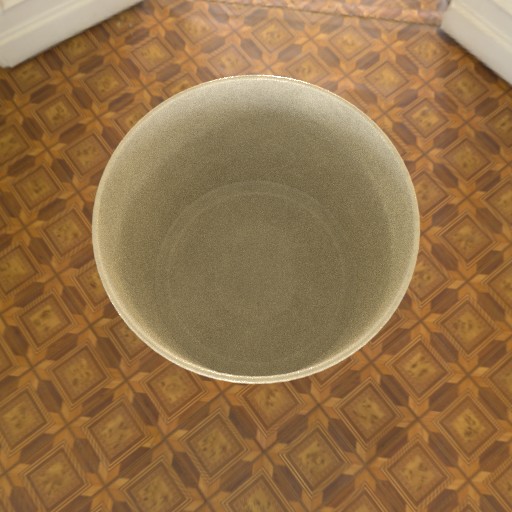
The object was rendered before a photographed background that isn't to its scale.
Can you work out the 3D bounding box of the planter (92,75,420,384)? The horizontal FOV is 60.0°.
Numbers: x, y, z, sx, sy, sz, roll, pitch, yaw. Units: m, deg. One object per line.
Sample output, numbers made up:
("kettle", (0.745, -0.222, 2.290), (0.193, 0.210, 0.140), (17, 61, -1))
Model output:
("planter", (0.000, 0.000, 0.453), (0.250, 0.239, 0.250), (0, 74, 0))
